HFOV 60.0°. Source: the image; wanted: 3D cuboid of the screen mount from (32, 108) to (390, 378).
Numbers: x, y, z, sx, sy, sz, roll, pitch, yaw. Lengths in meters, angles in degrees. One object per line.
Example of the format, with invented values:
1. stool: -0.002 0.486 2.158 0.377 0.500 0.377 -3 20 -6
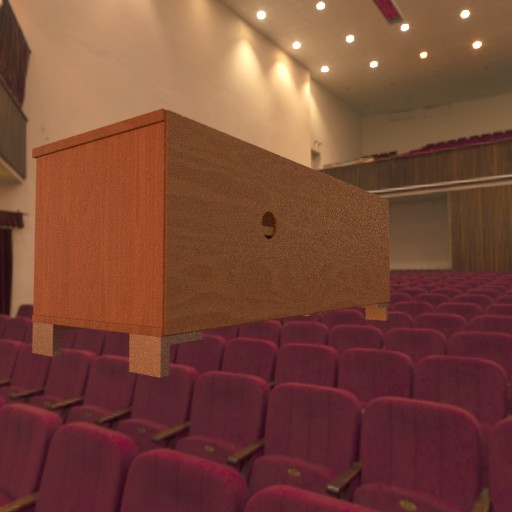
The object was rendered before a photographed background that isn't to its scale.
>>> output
1. screen mount: 0.000 0.000 1.262 0.406 0.432 1.084 -2 -3 35
